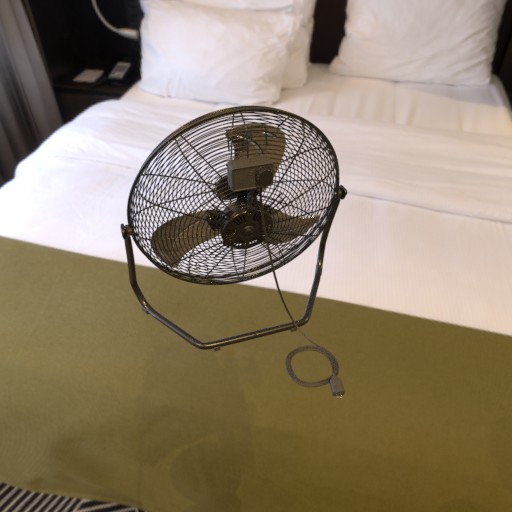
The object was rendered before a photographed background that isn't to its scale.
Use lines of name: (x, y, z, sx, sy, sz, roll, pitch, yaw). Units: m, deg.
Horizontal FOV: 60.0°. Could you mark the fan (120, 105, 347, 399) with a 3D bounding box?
fan: (0.000, 0.000, 1.004, 0.595, 0.605, 0.470, -12, 43, -13)
